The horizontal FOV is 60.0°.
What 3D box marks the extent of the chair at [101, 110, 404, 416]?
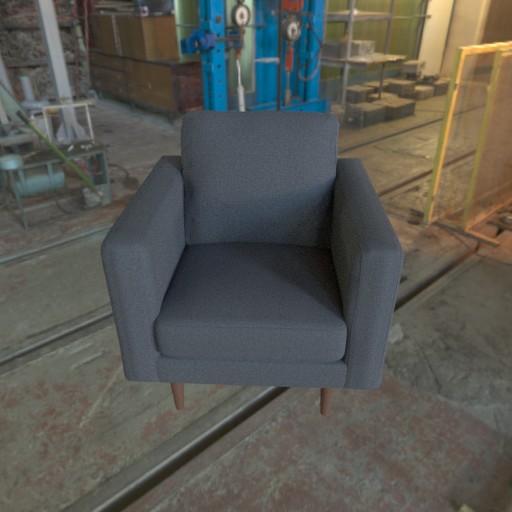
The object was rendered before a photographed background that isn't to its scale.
[{"bbox_3d":[0.000,0.000,1.637,0.854,0.927,0.800,1,31,2],"label":"chair"}]
